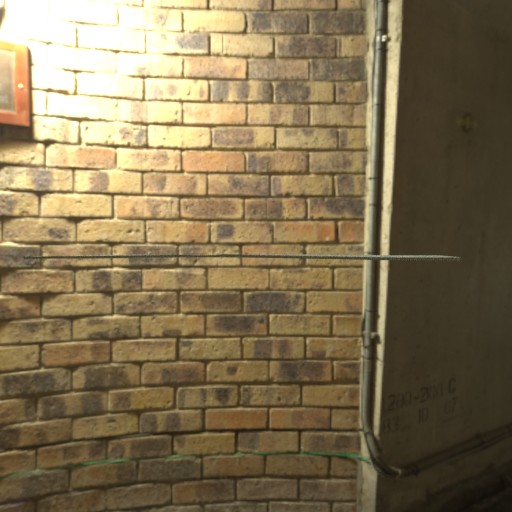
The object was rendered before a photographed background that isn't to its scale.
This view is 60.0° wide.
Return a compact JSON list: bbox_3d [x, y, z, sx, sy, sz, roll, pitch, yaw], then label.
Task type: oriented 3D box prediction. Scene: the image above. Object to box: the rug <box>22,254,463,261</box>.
[{"bbox_3d":[0.000,0.000,5.152,4.078,0.052,2.802,0,0,18],"label":"rug"}]
